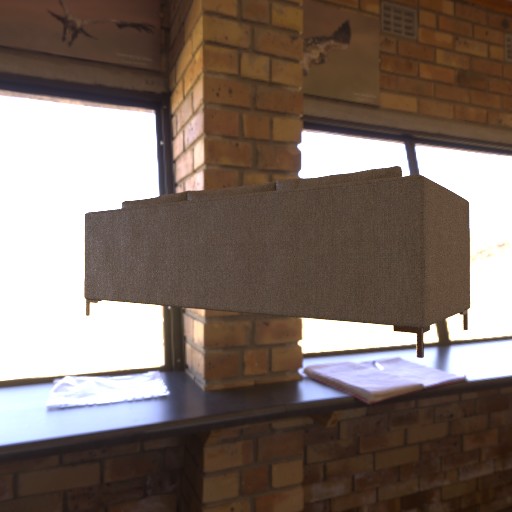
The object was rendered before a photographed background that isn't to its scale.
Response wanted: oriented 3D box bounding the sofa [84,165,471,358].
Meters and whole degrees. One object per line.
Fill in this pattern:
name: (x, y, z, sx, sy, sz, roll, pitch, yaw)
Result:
sofa: (0.000, 0.000, 2.910, 2.415, 0.867, 0.969, -1, -1, 36)
